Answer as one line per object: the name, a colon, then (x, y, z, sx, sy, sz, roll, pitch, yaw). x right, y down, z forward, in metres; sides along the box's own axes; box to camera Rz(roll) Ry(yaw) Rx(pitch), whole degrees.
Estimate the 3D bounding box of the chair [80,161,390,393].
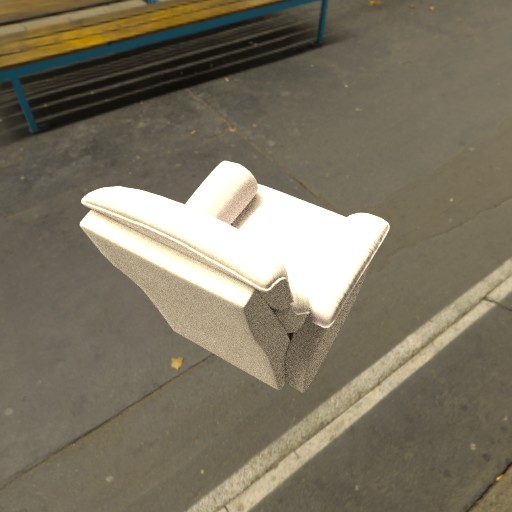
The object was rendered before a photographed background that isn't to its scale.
chair: (0.000, 0.000, 1.759, 0.820, 1.039, 1.001, 24, 52, 21)
